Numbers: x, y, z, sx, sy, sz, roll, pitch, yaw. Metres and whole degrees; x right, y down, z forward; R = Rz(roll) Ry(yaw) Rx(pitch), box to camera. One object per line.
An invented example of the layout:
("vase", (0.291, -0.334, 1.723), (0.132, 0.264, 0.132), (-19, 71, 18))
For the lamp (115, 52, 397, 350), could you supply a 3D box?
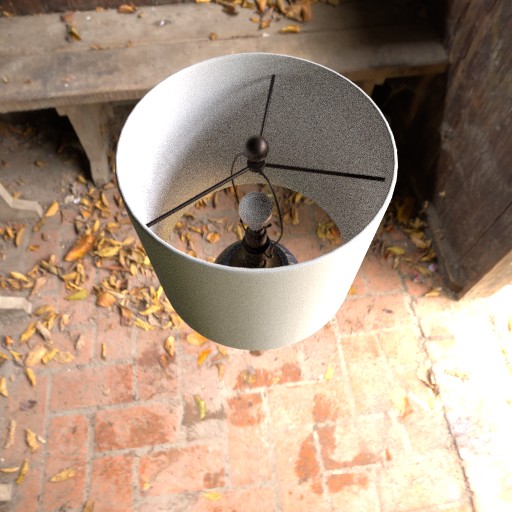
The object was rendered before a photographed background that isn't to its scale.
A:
("lamp", (0.000, 0.000, 0.758), (0.329, 0.570, 0.329), (-33, 67, -16))
